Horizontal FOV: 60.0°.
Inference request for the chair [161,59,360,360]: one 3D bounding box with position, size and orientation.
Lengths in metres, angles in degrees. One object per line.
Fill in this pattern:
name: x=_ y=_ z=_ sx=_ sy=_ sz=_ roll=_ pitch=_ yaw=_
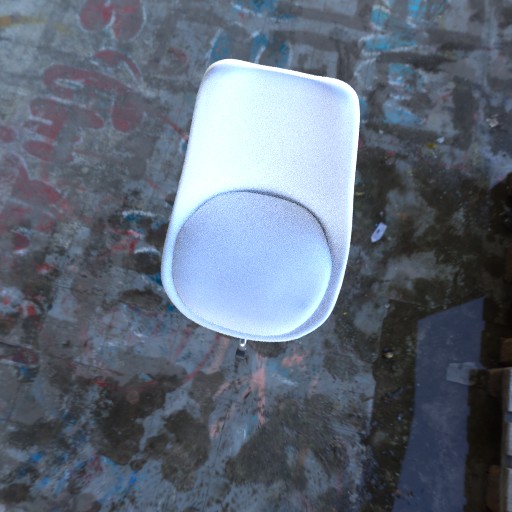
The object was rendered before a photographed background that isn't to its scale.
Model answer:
chair: x=0.000 y=0.000 z=1.259 sx=0.550 sy=0.930 sz=0.550 roll=12 pitch=75 yaw=3
